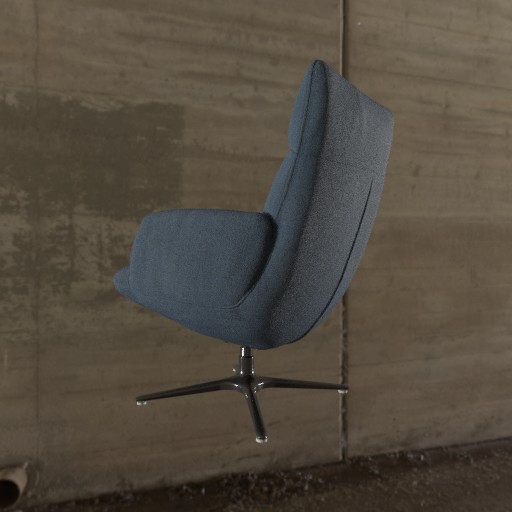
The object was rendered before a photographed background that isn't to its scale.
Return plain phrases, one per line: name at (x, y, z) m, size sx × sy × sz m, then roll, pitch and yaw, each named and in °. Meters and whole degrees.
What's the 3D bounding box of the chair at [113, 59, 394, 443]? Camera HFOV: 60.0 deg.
chair at (0.000, 0.000, 1.560) m, size 0.889 × 1.016 × 0.711 m, roll 0°, pitch 1°, yaw 36°
